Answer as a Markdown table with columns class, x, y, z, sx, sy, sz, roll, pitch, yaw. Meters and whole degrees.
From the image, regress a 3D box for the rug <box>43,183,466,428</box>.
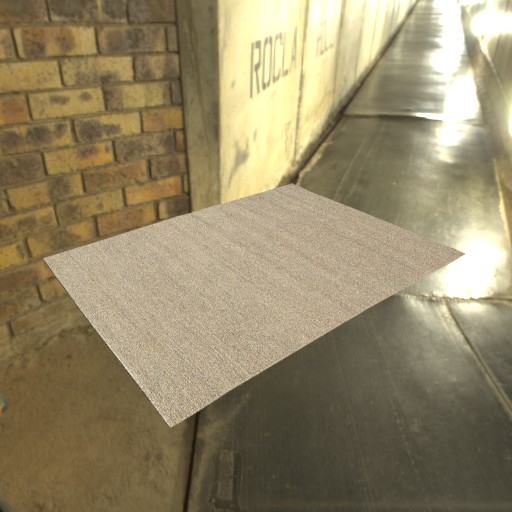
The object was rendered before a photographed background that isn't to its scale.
| class | x | y | z | sx | sy | sz | roll | pitch | yaw |
| --- | --- | --- | --- | --- | --- | --- | --- | --- | --- |
| rug | 0.000 | 0.000 | 4.743 | 3.626 | 0.051 | 2.757 | -22 | 36 | -33 |
